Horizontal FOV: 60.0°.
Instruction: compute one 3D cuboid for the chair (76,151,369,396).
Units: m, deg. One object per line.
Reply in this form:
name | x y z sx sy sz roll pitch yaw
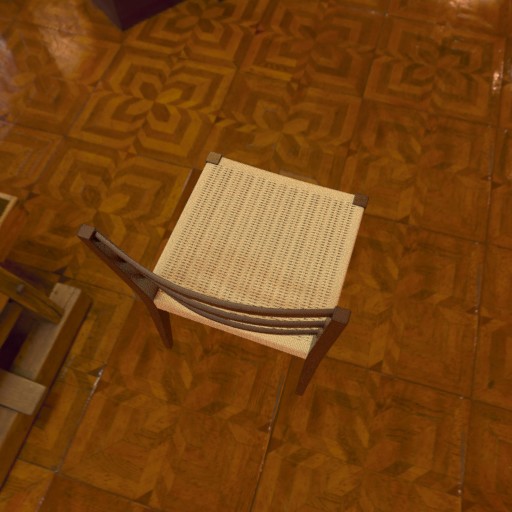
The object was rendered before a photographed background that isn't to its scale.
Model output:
chair | 0.000 0.000 1.168 0.480 0.813 0.551 18 66 8
